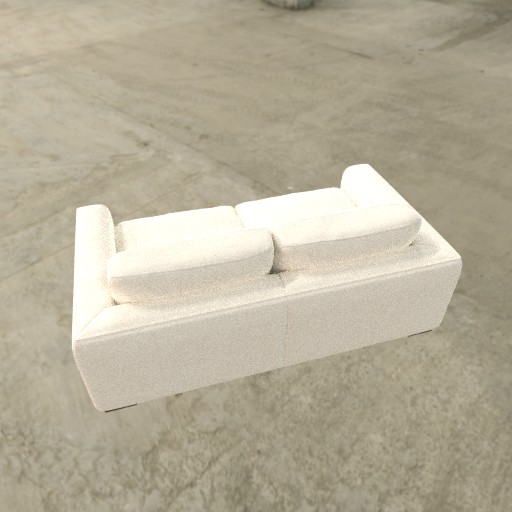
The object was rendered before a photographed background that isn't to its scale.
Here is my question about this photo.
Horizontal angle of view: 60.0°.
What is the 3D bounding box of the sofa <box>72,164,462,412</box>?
[{"bbox_3d":[0.000,0.000,2.504,1.920,0.801,1.069,-11,41,-12],"label":"sofa"}]
